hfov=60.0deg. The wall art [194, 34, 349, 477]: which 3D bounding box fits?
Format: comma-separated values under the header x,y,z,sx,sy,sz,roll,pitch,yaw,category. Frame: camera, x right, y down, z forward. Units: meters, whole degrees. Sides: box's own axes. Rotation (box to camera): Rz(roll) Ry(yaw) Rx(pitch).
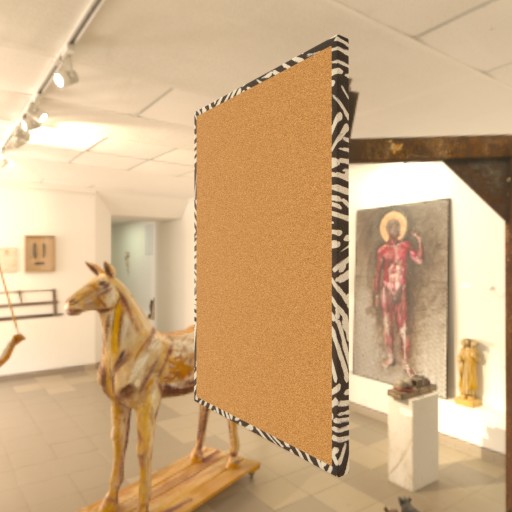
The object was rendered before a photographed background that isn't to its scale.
x,y,z,sx,sy,sz,roll,pitch,yaw,category
0.000,0.000,1.171,0.035,0.918,0.615,0,0,-37,wall art
